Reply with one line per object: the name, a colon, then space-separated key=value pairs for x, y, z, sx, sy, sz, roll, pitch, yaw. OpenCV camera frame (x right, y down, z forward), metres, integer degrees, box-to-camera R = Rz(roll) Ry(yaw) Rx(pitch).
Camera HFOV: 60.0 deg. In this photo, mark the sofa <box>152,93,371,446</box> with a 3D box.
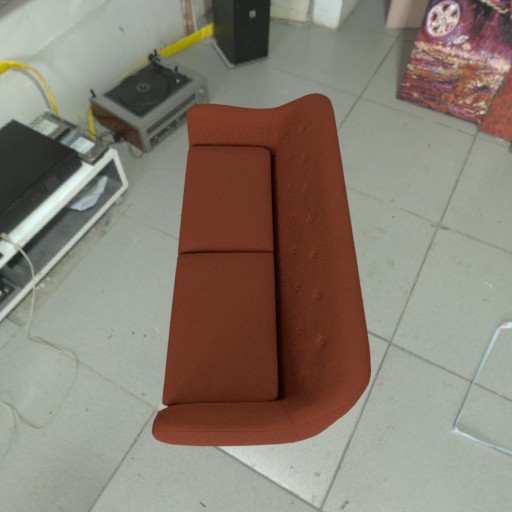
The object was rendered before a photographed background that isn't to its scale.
sofa: x=0.000 y=0.000 z=2.268 sx=0.820 sy=0.836 sz=1.840 roll=0 pitch=58 yaw=0
